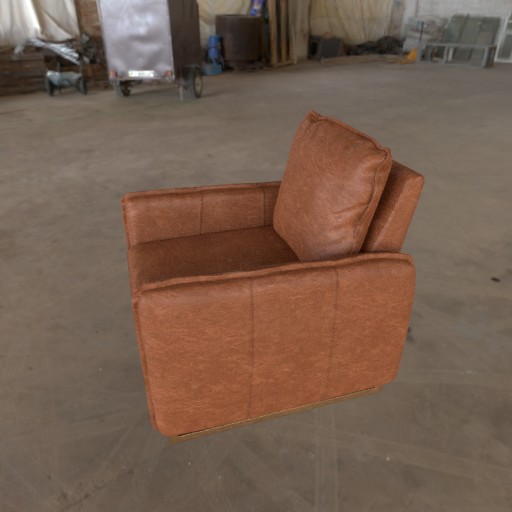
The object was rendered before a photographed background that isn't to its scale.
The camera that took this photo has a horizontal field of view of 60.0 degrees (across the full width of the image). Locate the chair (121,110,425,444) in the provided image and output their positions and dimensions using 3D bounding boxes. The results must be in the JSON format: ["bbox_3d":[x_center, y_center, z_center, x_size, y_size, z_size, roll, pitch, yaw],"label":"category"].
[{"bbox_3d":[0.000,0.000,1.644,0.922,0.922,0.830,-9,30,-15],"label":"chair"}]
